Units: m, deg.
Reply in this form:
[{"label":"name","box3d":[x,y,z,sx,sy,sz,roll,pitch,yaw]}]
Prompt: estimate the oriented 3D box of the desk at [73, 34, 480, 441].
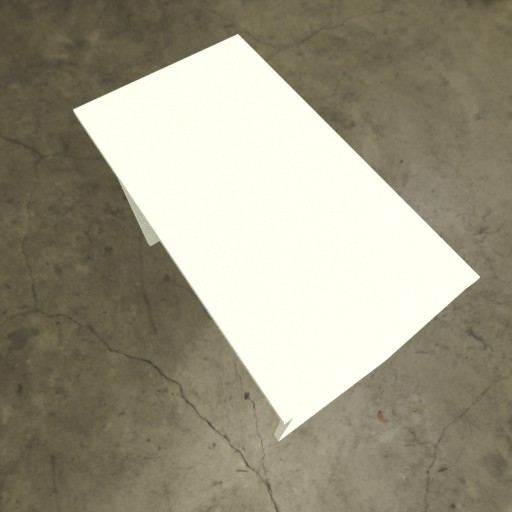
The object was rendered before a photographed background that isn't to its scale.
[{"label":"desk","box3d":[0.000,0.000,1.338,0.498,0.729,0.900,-32,68,-15]}]
